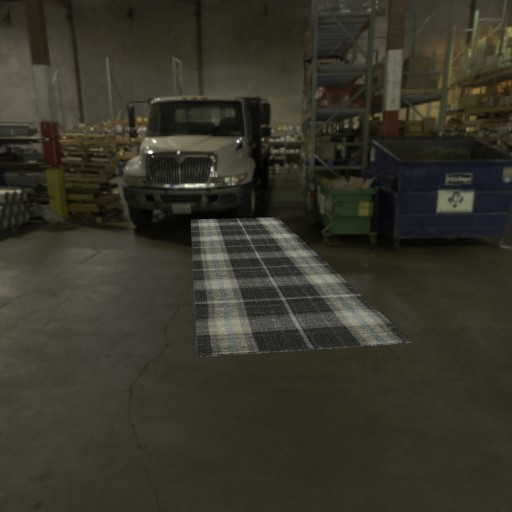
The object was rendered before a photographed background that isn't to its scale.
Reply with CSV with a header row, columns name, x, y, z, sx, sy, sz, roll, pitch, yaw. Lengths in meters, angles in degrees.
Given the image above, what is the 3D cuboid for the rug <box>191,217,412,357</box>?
name,x,y,z,sx,sy,sz,roll,pitch,yaw
rug,0.000,0.000,2.671,0.760,0.012,2.434,-2,16,-8
